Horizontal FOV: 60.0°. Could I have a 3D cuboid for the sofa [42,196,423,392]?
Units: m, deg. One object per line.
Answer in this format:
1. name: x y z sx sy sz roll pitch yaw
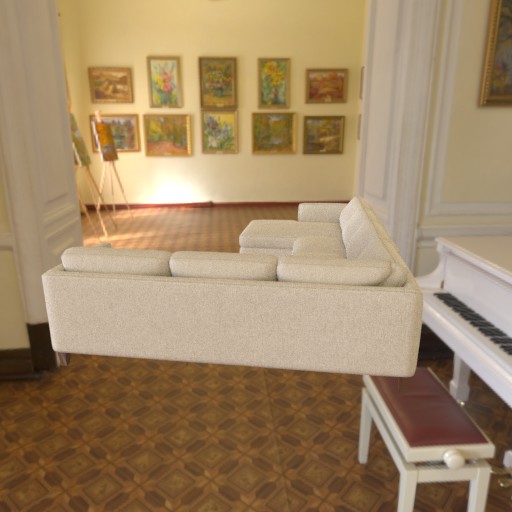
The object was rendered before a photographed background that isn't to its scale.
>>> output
1. sofa: 0.000 0.000 4.431 2.551 0.853 3.238 2 16 8
